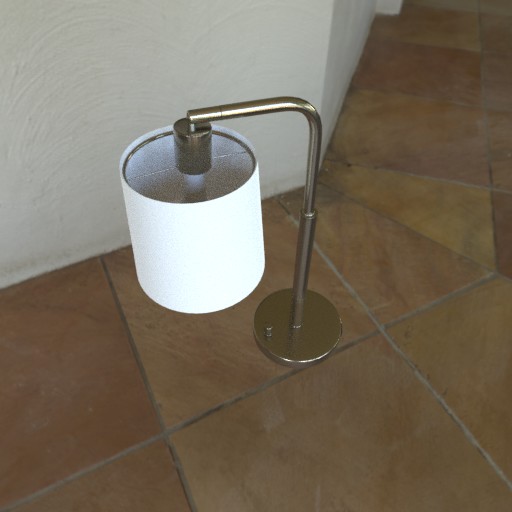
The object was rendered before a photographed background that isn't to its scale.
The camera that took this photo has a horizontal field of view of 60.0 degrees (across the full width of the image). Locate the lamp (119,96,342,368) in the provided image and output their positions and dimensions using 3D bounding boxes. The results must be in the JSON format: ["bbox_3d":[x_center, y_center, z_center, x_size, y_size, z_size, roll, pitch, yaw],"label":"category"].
[{"bbox_3d":[0.000,0.000,0.639,0.333,0.489,0.171,-18,50,-16],"label":"lamp"}]
